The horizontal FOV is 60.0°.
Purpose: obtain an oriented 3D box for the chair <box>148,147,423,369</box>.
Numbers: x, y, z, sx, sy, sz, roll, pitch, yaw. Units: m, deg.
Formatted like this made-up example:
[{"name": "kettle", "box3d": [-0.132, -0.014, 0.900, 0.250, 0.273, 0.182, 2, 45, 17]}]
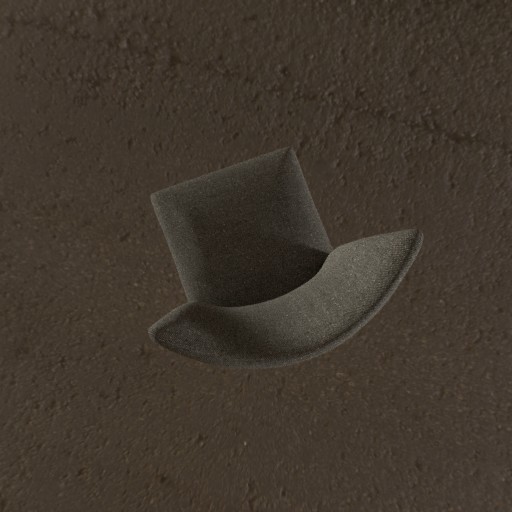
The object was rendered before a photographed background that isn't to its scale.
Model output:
[{"name": "chair", "box3d": [0.000, 0.000, 1.278, 0.535, 0.924, 0.623, -20, 77, -5]}]
